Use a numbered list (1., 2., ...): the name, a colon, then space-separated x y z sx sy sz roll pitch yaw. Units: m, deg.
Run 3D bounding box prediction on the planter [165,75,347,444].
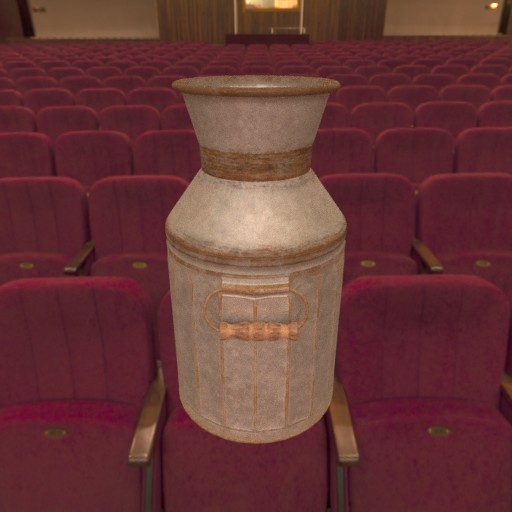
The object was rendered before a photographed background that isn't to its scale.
1. planter: 0.000 0.000 0.537 0.214 0.396 0.245 0 26 0
